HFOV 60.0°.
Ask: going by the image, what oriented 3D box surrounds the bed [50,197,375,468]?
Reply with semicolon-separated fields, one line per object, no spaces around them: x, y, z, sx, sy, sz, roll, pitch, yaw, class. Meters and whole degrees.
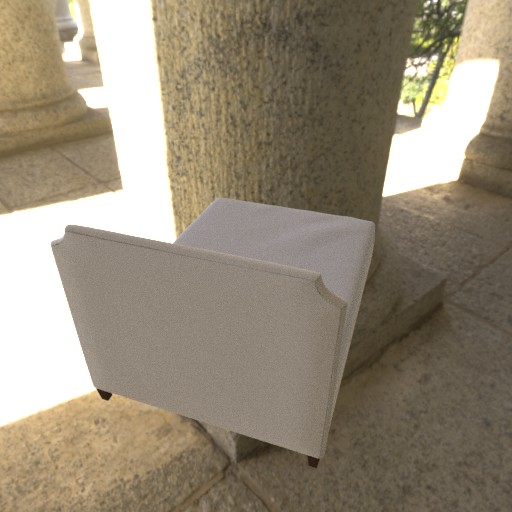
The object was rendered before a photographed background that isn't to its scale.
0.000;0.000;3.542;1.712;1.497;2.372;11;35;16;bed
